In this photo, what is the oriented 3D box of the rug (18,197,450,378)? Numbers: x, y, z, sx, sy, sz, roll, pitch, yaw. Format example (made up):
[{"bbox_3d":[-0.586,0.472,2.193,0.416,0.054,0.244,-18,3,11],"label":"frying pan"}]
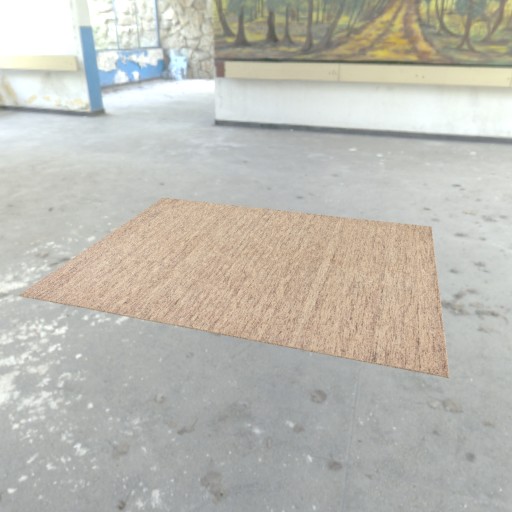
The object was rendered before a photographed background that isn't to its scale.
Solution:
[{"bbox_3d":[0.000,0.000,4.147,3.205,0.013,2.448,8,28,15],"label":"rug"}]
